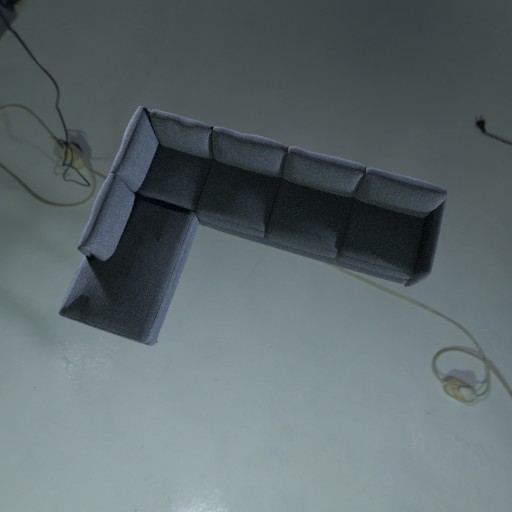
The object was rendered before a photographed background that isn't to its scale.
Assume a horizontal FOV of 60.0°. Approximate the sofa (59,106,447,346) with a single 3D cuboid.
[{"bbox_3d":[0.000,0.000,3.907,2.949,0.815,2.007,16,75,5],"label":"sofa"}]
